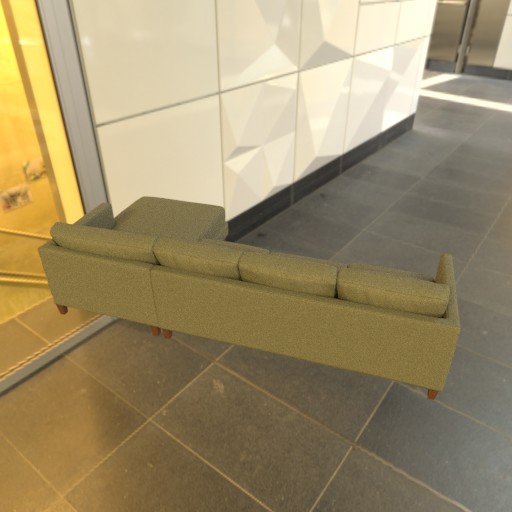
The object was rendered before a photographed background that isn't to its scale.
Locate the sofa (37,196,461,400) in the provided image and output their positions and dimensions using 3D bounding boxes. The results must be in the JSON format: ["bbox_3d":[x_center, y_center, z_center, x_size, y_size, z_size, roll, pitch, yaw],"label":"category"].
[{"bbox_3d":[0.000,0.000,3.912,3.186,0.861,1.625,10,34,15],"label":"sofa"}]
